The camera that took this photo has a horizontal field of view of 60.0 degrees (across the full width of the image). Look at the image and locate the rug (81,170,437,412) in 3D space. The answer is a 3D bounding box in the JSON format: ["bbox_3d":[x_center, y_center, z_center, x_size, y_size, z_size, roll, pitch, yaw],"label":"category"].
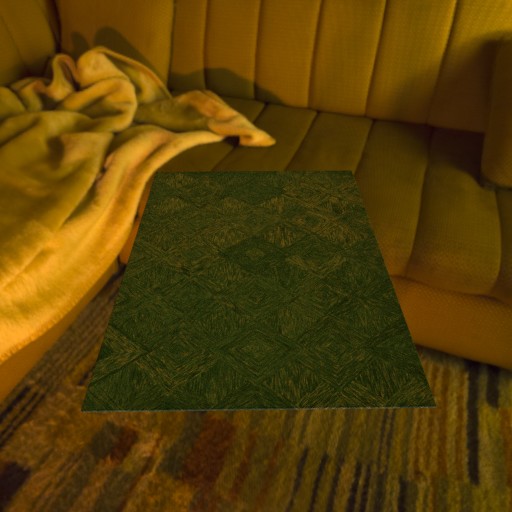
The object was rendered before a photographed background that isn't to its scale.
[{"bbox_3d":[0.000,0.000,4.221,2.405,0.027,3.217,-1,40,-1],"label":"rug"}]
